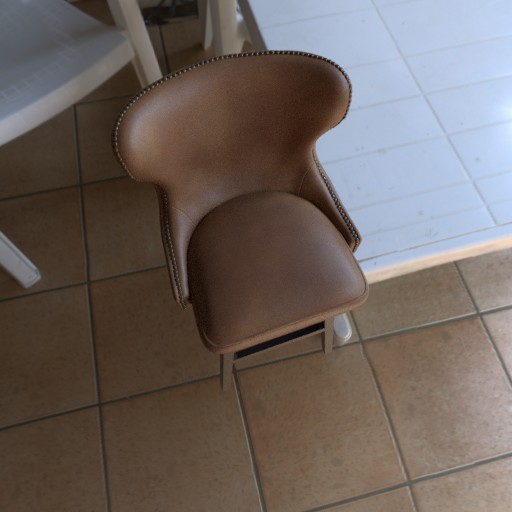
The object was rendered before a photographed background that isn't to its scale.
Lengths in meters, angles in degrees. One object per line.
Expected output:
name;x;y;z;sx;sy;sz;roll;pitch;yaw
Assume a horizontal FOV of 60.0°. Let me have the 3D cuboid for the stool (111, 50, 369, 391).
stool;0.000;0.000;1.425;0.591;1.087;0.606;-18;66;-8
